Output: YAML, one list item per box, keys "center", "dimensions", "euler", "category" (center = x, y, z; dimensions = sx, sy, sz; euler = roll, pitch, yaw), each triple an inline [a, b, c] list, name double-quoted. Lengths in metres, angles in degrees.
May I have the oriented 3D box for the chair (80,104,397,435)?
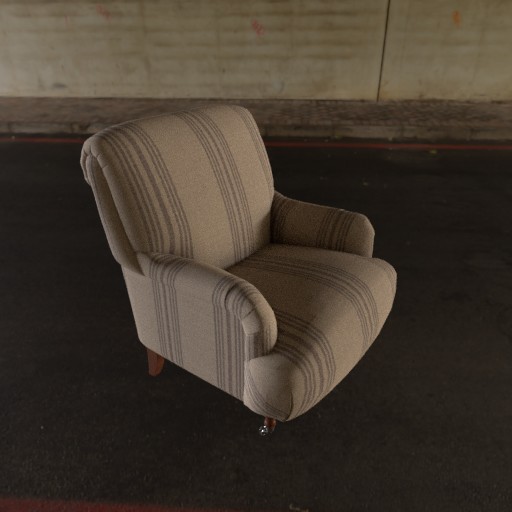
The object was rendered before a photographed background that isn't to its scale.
- center: [0.000, 0.000, 1.598]
  dimensions: [0.914, 0.940, 0.813]
  euler: [19, 33, 31]
  category: "chair"
